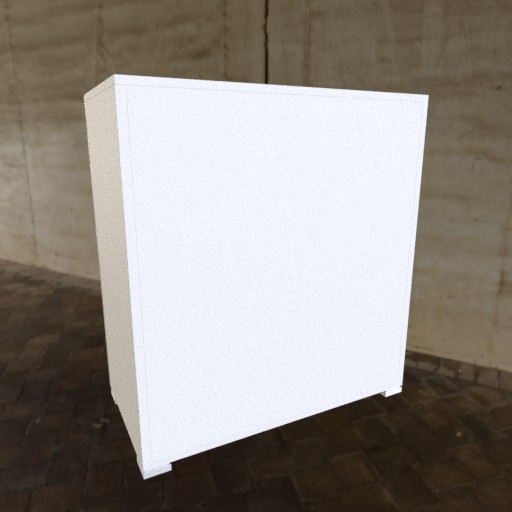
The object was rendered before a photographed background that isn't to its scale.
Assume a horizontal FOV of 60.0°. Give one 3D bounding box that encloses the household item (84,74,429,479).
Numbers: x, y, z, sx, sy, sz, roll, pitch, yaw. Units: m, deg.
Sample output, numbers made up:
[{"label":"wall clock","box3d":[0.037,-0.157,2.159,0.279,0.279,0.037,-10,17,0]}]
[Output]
[{"label":"household item","box3d":[0.000,0.000,1.268,0.800,0.870,0.420,-7,16,-27]}]
